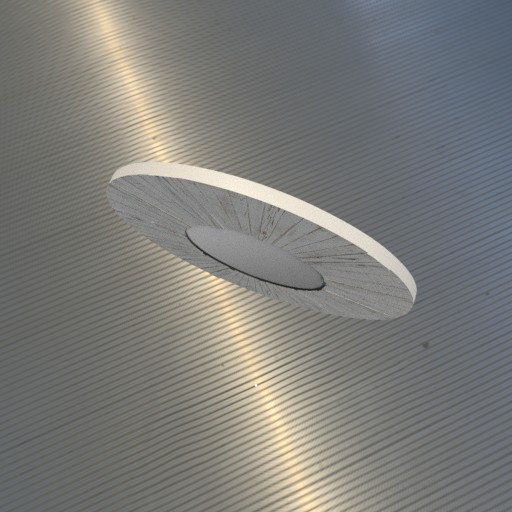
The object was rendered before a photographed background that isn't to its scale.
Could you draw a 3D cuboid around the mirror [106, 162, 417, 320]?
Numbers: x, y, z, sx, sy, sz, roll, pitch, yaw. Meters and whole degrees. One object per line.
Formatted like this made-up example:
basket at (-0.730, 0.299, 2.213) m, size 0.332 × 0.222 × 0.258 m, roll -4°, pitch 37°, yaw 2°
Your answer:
mirror at (0.000, 0.000, 1.313) m, size 0.914 × 0.914 × 0.038 m, roll 20°, pitch 75°, yaw 6°
